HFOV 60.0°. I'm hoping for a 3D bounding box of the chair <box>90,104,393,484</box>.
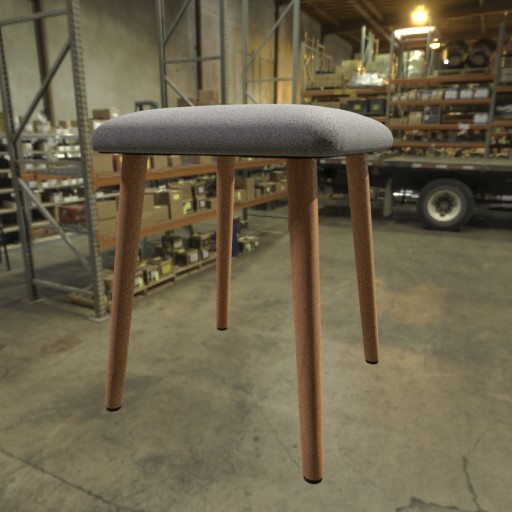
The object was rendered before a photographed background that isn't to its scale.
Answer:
[{"bbox_3d":[0.000,0.000,0.689,0.350,0.440,0.350,8,17,26],"label":"chair"}]
